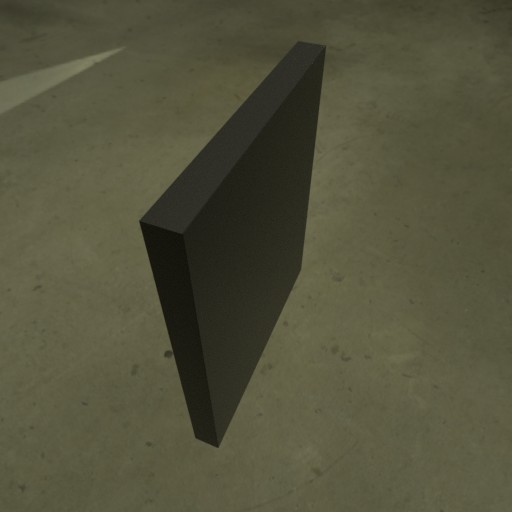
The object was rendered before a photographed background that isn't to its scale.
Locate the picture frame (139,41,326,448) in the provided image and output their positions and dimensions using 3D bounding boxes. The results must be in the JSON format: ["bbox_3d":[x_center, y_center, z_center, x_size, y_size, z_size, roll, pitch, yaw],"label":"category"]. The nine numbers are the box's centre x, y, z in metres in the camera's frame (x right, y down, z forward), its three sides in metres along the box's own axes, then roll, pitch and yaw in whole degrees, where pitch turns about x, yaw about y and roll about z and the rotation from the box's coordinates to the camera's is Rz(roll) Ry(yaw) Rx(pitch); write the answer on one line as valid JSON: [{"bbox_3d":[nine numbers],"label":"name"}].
[{"bbox_3d":[0.000,0.000,0.534,0.034,0.378,0.328,17,49,15],"label":"picture frame"}]
